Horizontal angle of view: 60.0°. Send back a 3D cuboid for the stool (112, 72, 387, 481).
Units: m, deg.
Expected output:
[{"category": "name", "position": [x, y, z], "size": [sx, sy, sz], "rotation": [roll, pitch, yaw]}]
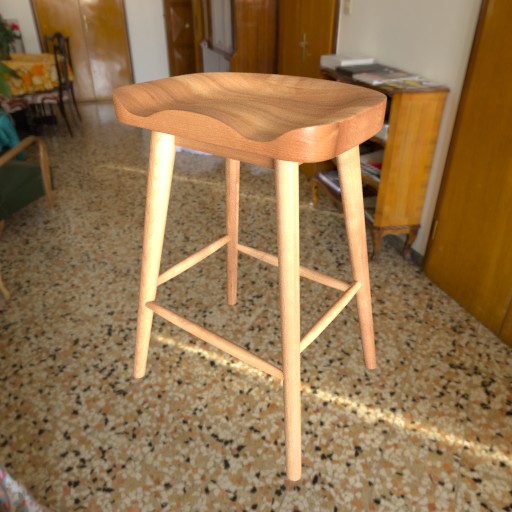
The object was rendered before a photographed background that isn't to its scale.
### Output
[{"category": "stool", "position": [0.000, 0.000, 0.862], "size": [0.440, 0.615, 0.361], "rotation": [21, 37, 30]}]
